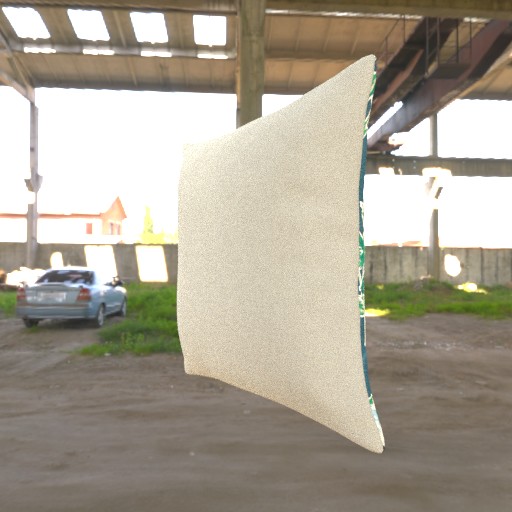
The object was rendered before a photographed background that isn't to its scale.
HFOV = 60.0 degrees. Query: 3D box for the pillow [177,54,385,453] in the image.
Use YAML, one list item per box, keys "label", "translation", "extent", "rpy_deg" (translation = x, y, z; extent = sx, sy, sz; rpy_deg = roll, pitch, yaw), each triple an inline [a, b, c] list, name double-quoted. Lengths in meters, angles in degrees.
- label: "pillow"
  translation: [0.000, 0.000, 0.770]
  extent: [0.166, 0.508, 0.525]
  rpy_deg: [1, -2, -37]
